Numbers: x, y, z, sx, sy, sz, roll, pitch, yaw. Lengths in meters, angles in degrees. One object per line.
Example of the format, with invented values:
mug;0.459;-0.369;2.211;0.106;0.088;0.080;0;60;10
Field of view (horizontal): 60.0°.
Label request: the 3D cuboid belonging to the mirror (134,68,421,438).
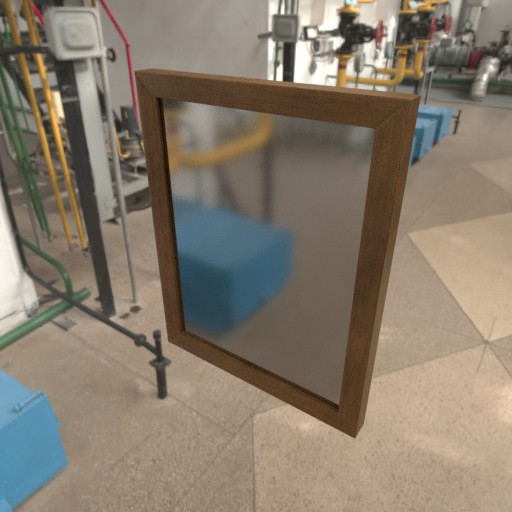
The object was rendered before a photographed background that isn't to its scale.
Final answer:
mirror;0.000;0.000;0.684;0.405;0.508;0.041;19;34;30
